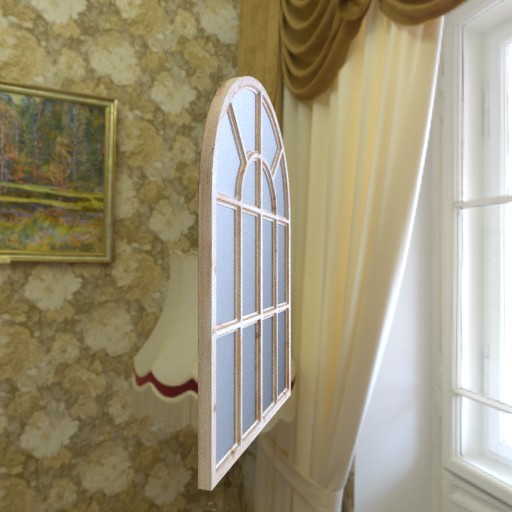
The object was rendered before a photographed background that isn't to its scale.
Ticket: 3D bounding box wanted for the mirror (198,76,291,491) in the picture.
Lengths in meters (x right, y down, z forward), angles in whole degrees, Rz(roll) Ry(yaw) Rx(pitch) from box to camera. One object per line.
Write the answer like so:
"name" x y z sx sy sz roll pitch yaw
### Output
"mirror" 0.000 0.000 1.185 0.032 0.920 0.660 0 -1 18
